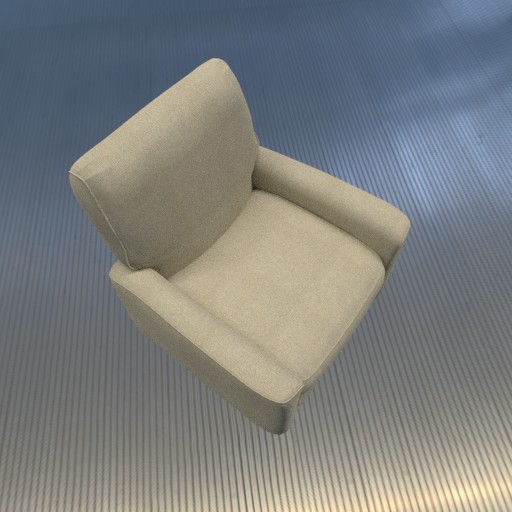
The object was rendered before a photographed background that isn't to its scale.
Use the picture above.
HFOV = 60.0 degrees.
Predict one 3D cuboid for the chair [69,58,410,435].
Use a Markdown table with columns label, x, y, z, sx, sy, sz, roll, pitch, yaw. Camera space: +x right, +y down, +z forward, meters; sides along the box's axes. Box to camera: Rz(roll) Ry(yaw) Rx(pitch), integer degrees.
| label | x | y | z | sx | sy | sz | roll | pitch | yaw |
| --- | --- | --- | --- | --- | --- | --- | --- | --- | --- |
| chair | 0.000 | 0.000 | 1.606 | 0.853 | 1.006 | 0.850 | 32 | 64 | 18 |
